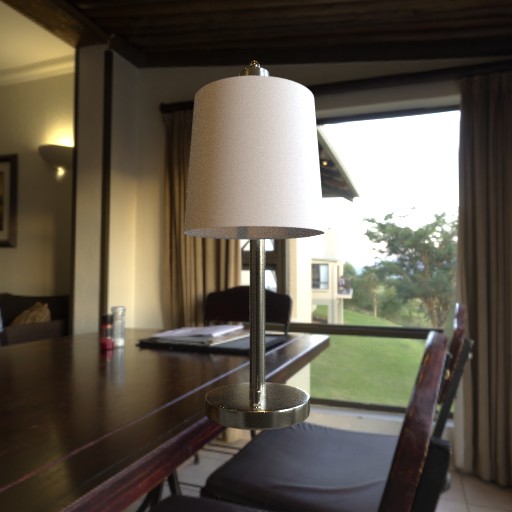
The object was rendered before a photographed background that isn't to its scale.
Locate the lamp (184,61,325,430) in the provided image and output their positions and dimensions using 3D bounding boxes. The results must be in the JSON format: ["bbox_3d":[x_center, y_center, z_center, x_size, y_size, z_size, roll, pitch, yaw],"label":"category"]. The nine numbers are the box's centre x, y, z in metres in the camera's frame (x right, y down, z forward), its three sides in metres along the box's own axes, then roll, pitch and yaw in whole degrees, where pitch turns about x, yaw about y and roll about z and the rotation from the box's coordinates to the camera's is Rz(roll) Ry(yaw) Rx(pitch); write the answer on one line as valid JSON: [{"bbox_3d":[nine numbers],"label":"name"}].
[{"bbox_3d":[0.000,0.000,0.625,0.171,0.489,0.333,0,-2,2],"label":"lamp"}]
